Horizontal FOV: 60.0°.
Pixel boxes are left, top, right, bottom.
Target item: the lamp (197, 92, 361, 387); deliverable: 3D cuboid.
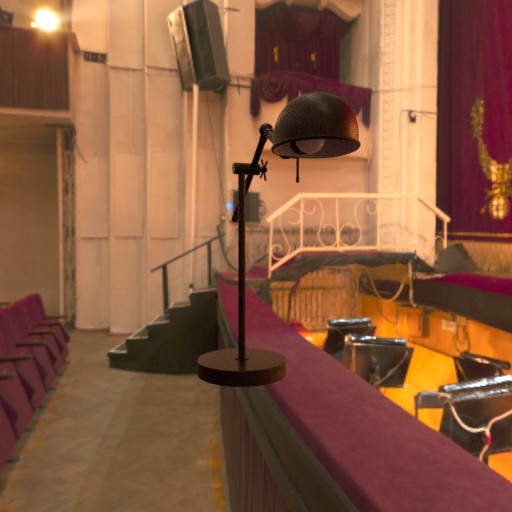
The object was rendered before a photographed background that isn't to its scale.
[{"bbox_3d":[0.000,0.000,0.816,0.185,0.495,0.567,0,2,-16],"label":"lamp"}]
